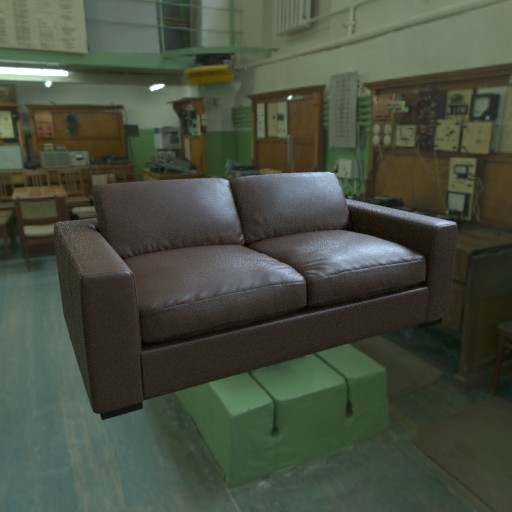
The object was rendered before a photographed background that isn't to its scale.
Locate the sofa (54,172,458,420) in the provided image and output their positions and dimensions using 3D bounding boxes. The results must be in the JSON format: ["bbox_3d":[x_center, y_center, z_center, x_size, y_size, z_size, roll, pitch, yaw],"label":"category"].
[{"bbox_3d":[0.000,0.000,2.405,1.920,0.800,1.070,-8,18,-27],"label":"sofa"}]
